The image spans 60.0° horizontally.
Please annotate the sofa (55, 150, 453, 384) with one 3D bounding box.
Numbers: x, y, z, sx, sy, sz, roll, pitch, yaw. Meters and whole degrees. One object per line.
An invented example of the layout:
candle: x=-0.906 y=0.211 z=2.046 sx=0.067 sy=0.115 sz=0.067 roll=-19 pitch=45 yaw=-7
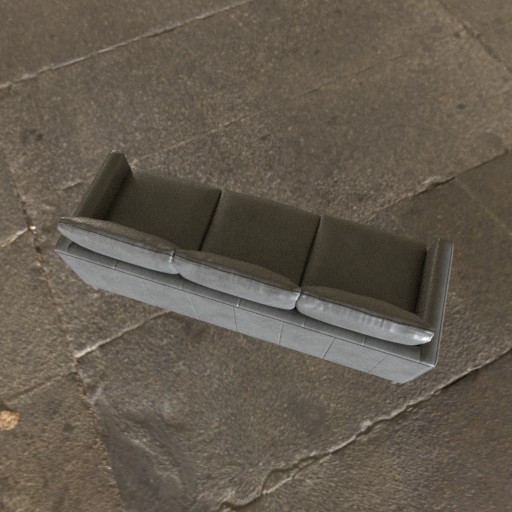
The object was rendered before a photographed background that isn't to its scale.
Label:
sofa: x=0.000 y=0.000 z=2.498 sx=2.029 sy=0.805 sz=0.748 roll=16 pitch=65 yaw=8
